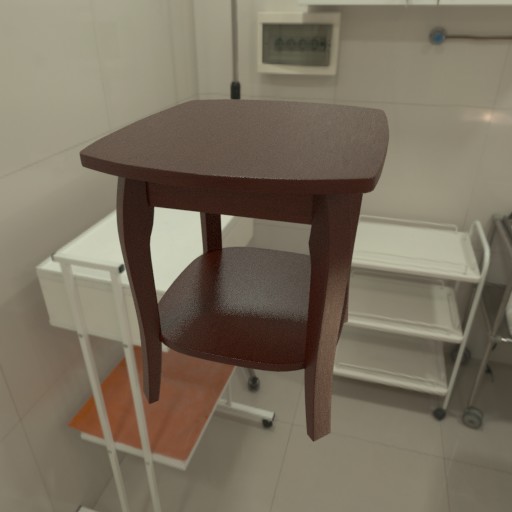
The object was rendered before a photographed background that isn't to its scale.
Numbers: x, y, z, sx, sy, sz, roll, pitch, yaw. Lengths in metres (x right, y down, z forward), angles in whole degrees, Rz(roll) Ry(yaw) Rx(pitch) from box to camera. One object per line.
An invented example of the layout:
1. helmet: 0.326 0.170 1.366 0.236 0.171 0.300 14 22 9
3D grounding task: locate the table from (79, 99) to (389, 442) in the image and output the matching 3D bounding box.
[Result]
1. table: 0.000 0.000 0.865 0.433 0.496 0.502 8 30 13
